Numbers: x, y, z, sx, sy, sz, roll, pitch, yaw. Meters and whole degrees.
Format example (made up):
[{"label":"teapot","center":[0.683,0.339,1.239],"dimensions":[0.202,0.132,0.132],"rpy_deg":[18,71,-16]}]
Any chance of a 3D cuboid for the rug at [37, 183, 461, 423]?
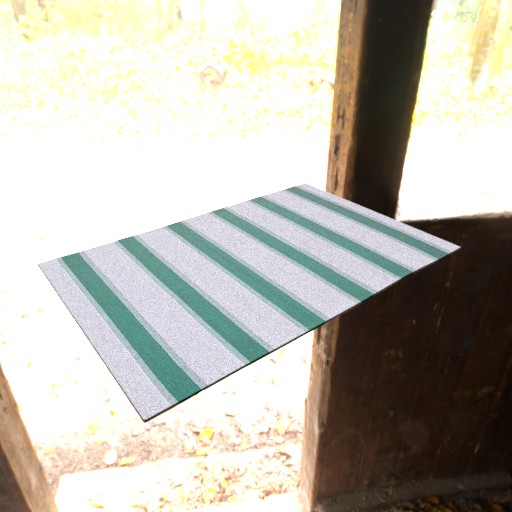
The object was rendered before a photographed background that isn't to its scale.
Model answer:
[{"label":"rug","center":[0.000,0.000,2.286],"dimensions":[1.829,0.012,1.210],"rpy_deg":[-21,36,-32]}]
